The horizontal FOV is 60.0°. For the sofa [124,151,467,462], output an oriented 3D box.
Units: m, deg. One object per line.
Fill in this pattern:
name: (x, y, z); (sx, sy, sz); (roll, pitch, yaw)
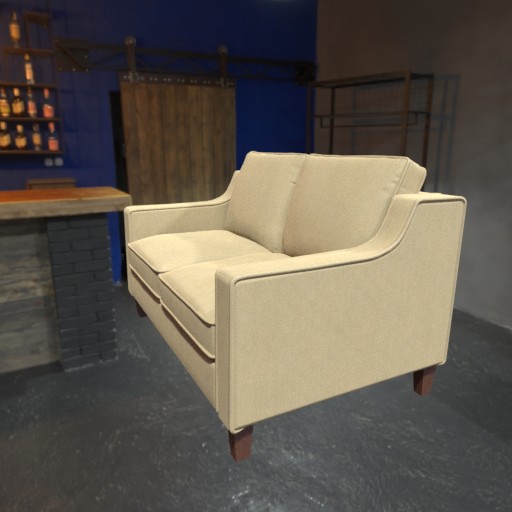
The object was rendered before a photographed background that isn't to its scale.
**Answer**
sofa: (0.000, 0.000, 2.143); (0.987, 0.971, 1.501); (-8, 17, -26)
